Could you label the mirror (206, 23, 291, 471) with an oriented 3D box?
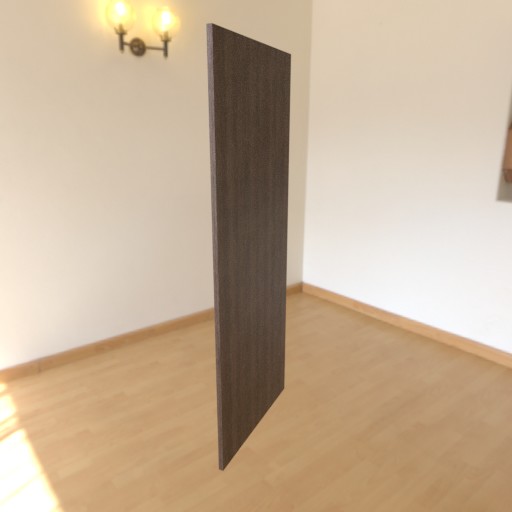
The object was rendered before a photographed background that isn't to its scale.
[{"bbox_3d":[0.000,0.000,2.300,0.025,2.032,0.812,8,18,25],"label":"mirror"}]
